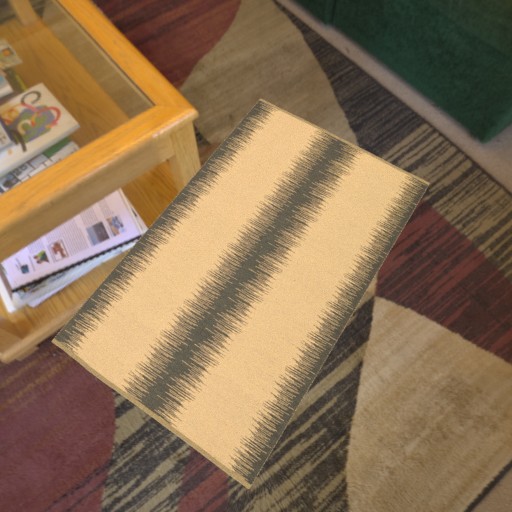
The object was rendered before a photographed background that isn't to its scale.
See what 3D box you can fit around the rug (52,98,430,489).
[{"bbox_3d":[0.000,0.000,3.078,1.519,0.003,2.453,31,69,13],"label":"rug"}]
